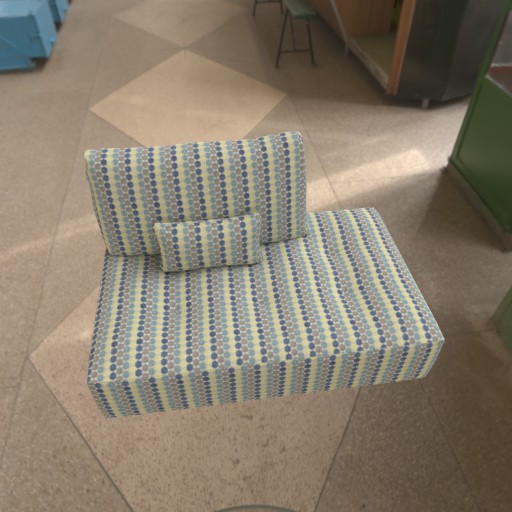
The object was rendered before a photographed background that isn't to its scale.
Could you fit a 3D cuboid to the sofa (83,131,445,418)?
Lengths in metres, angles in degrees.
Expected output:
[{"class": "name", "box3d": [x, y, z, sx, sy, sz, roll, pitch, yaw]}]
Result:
[{"class": "sofa", "box3d": [0.000, 0.000, 1.999, 1.450, 0.820, 1.000, -6, 45, -6]}]
